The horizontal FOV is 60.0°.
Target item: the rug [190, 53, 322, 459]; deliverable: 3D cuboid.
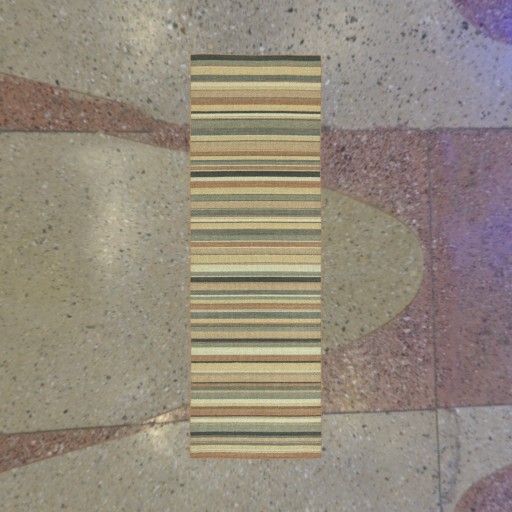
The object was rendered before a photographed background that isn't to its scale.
[{"bbox_3d":[0.000,0.000,2.675,0.799,0.010,2.444,0,90,-1],"label":"rug"}]
